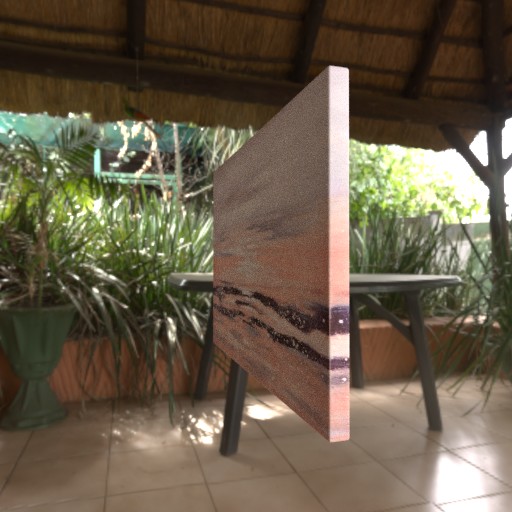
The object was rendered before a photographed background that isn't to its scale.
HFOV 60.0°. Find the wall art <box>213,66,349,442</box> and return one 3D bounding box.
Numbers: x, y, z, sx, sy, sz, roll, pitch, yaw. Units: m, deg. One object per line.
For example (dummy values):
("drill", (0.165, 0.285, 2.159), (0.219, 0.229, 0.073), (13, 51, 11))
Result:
("wall art", (0.000, 0.000, 1.154), (0.038, 0.609, 0.913), (0, -1, -17))
